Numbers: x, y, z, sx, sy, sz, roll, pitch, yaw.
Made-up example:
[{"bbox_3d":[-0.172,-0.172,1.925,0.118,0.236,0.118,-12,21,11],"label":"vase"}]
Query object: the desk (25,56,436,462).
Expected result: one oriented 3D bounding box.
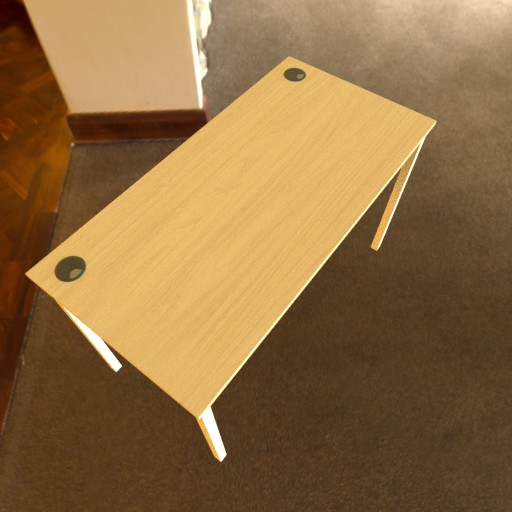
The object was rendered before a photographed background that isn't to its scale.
[{"bbox_3d":[0.000,0.000,1.628,0.600,0.750,1.200,33,63,19],"label":"desk"}]
